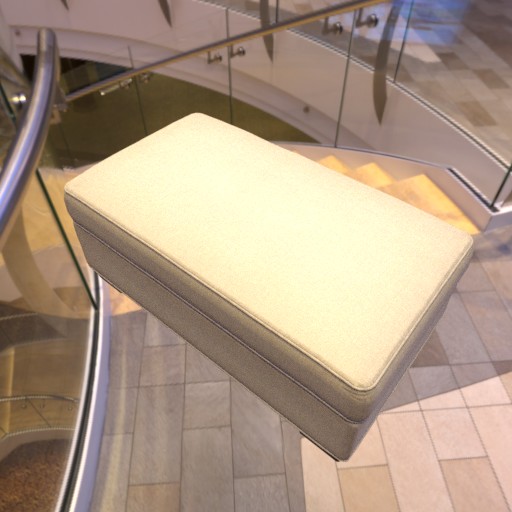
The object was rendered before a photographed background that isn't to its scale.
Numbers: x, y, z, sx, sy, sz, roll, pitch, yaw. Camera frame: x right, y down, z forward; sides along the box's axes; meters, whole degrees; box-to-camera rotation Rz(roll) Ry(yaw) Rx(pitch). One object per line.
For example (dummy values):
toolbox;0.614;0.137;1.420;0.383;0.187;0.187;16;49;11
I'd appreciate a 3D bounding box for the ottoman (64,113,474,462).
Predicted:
ottoman;0.000;0.000;1.413;1.097;0.461;0.617;31;54;26
